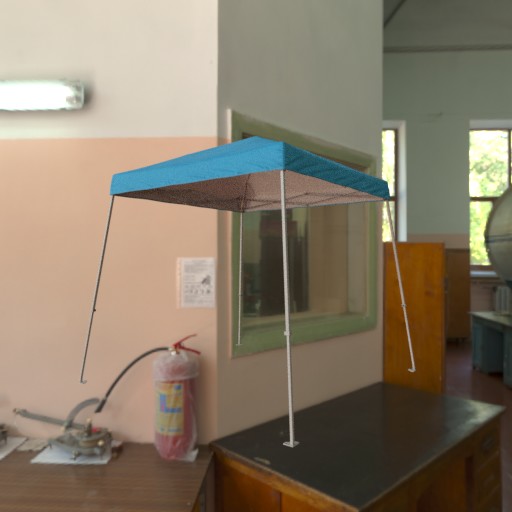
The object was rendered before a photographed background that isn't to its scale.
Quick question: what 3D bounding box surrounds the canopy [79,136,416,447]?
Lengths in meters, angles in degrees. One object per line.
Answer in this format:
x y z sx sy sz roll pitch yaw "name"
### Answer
0.000 0.000 5.264 2.848 2.849 2.849 0 -1 37 "canopy"
